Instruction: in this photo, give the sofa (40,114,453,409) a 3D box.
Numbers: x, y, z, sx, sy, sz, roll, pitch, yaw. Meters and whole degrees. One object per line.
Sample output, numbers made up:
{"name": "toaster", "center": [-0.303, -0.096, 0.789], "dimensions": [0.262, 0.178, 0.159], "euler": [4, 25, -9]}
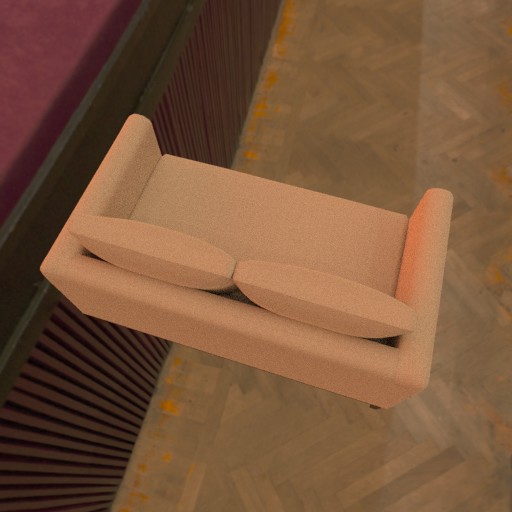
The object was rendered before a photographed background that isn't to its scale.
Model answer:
{"name": "sofa", "center": [0.000, 0.000, 2.101], "dimensions": [1.598, 0.873, 0.905], "euler": [16, 64, 8]}
